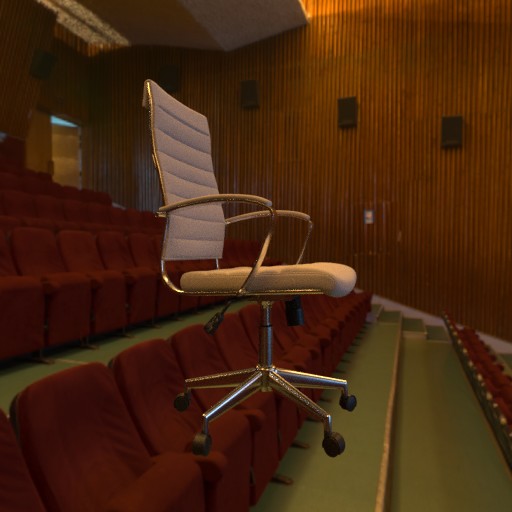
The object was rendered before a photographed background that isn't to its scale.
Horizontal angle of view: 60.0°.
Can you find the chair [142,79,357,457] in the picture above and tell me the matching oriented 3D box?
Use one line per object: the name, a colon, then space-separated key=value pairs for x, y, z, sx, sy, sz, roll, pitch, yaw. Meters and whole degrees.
chair: x=0.000 y=0.000 z=1.553 sx=0.667 sy=1.149 sz=0.679 roll=0 pitch=1 yaw=18
